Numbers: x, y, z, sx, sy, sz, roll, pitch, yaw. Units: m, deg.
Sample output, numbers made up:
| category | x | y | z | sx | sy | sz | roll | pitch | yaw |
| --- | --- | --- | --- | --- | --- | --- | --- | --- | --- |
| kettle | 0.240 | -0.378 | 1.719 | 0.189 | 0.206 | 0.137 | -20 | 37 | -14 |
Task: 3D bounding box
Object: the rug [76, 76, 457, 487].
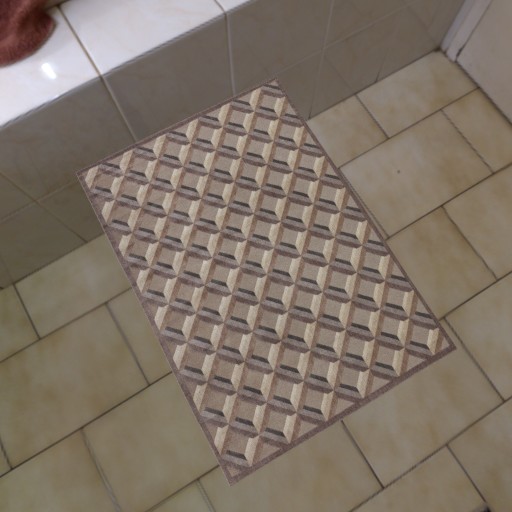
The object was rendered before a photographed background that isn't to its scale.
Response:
| category | x | y | z | sx | sy | sz | roll | pitch | yaw |
| --- | --- | --- | --- | --- | --- | --- | --- | --- | --- |
| rug | 0.000 | 0.000 | 2.898 | 1.600 | 0.013 | 2.260 | -28 | 76 | -7 |
